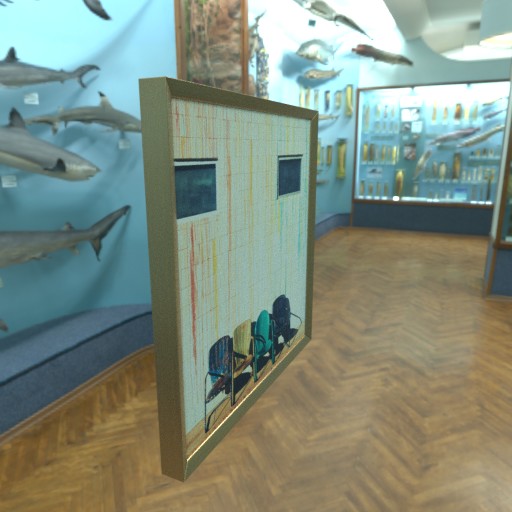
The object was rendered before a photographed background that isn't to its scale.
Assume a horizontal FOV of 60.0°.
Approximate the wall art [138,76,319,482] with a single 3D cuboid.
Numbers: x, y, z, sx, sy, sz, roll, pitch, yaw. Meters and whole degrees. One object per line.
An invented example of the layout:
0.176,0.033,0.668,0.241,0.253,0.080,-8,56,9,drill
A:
0.000,0.000,0.756,0.037,0.505,0.505,7,15,26,wall art
